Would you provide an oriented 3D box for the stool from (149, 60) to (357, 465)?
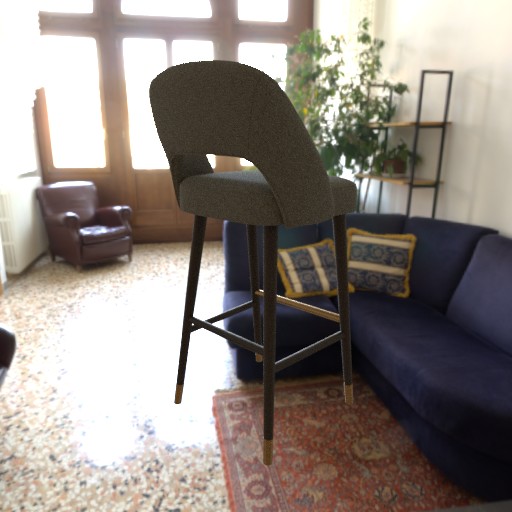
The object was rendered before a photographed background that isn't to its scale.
[{"bbox_3d":[0.000,0.000,1.405,0.536,1.089,0.524,14,20,42],"label":"stool"}]
